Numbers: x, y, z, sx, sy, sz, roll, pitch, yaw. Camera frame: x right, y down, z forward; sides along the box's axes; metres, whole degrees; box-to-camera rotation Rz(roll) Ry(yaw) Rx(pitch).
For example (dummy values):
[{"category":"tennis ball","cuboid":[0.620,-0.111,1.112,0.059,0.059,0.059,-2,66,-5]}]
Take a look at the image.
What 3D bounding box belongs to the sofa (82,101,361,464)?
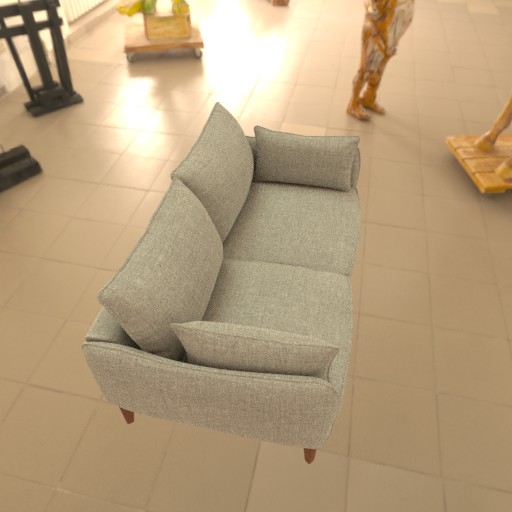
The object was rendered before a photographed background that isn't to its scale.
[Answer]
[{"category":"sofa","cuboid":[0.000,0.000,2.133,0.972,0.851,1.580,9,46,8]}]
